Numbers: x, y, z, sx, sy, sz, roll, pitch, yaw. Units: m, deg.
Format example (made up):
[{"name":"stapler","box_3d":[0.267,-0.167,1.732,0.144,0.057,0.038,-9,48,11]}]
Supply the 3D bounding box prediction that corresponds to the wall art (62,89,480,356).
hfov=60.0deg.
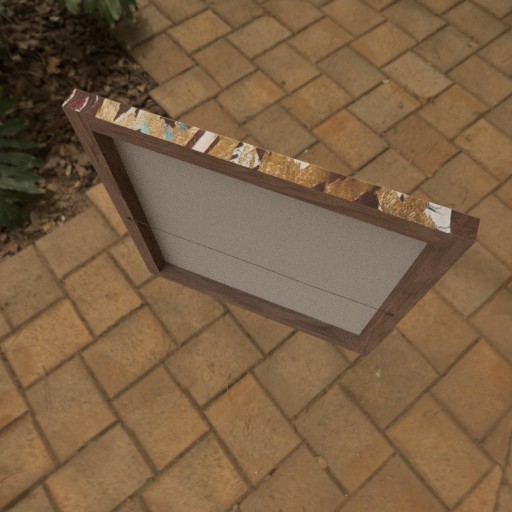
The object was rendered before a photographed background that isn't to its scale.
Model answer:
[{"name":"wall art","box_3d":[0.000,0.000,0.890,0.609,0.613,0.041,20,66,9]}]
